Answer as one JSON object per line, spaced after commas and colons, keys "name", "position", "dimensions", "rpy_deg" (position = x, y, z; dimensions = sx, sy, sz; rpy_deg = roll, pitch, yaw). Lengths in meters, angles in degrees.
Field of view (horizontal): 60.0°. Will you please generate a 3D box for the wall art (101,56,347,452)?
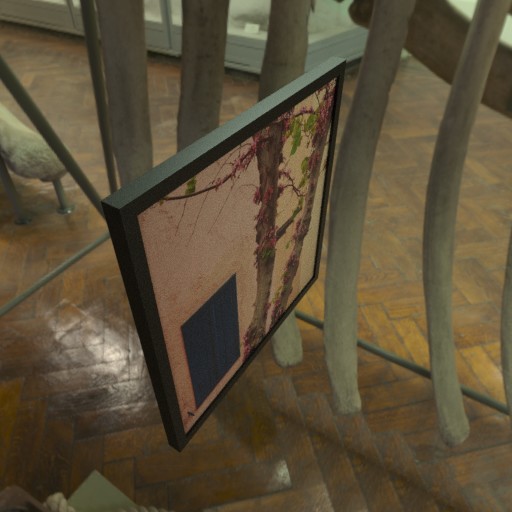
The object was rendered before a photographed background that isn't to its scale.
{"name": "wall art", "position": [0.000, 0.000, 1.124], "dimensions": [0.038, 0.762, 0.762], "rpy_deg": [24, 47, 24]}
